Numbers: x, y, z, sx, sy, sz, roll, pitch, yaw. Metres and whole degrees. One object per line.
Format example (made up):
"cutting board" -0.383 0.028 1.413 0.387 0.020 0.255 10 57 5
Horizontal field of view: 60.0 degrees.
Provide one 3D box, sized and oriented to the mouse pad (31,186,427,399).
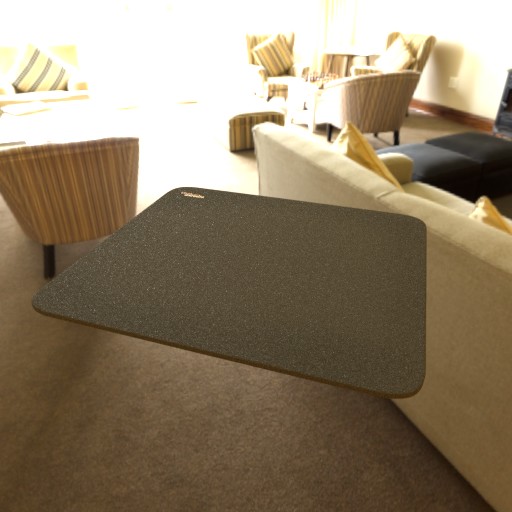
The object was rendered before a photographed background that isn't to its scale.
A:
"mouse pad" 0.000 0.000 0.314 0.229 0.003 0.203 10 32 16
